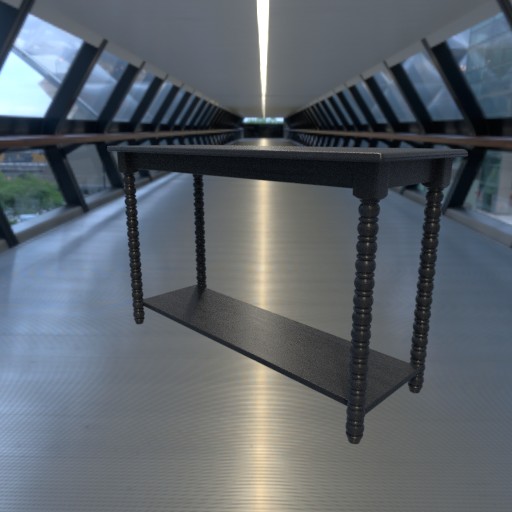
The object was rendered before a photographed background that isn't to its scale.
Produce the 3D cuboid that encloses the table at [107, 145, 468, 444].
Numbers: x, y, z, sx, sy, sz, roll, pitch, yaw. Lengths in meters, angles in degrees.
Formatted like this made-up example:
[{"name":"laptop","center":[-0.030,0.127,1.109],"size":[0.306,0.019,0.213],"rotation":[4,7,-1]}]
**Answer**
[{"name":"table","center":[0.000,0.000,1.544],"size":[0.459,0.735,1.184],"rotation":[-14,20,-43]}]
